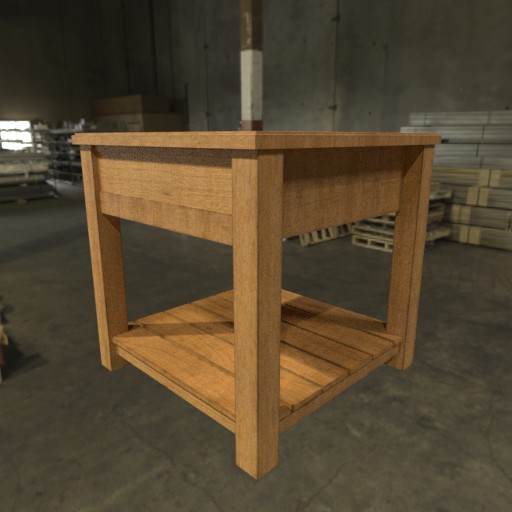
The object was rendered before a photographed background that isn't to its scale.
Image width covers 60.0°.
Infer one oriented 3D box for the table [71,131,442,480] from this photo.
[{"bbox_3d":[0.000,0.000,1.111,0.612,0.593,0.616,15,21,43],"label":"table"}]
